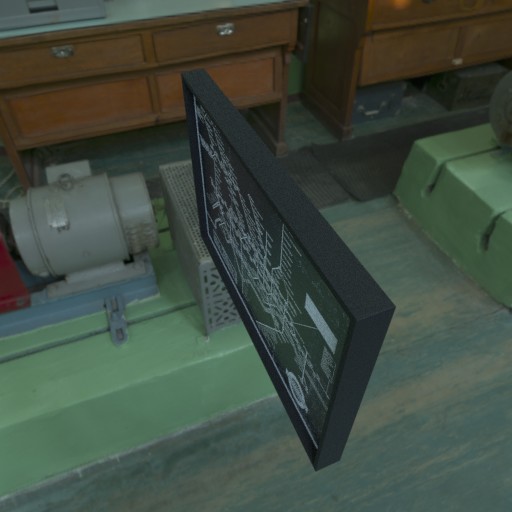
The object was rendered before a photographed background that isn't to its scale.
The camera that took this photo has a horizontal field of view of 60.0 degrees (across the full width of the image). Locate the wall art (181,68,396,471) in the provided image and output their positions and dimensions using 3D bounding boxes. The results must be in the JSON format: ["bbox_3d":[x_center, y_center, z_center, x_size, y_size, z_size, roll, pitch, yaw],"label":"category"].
[{"bbox_3d":[0.000,0.000,0.855,0.051,0.456,0.671,-17,48,-16],"label":"wall art"}]
